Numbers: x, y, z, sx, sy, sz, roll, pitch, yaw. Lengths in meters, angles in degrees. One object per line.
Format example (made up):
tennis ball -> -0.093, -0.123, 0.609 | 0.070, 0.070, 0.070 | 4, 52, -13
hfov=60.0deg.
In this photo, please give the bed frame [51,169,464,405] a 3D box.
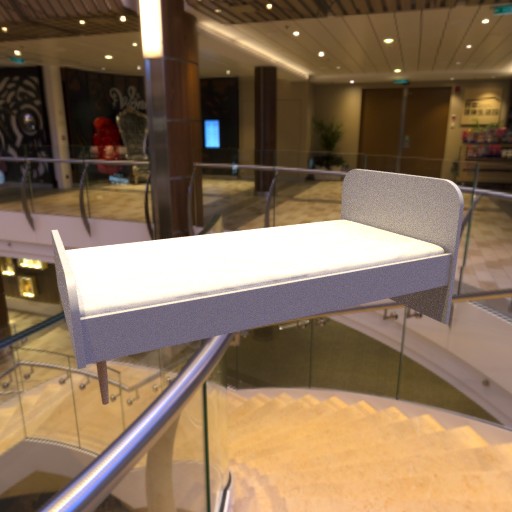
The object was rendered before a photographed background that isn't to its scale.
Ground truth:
bed frame -> 0.000, 0.000, 2.418 | 1.963, 0.805, 0.998 | -8, 18, -26
